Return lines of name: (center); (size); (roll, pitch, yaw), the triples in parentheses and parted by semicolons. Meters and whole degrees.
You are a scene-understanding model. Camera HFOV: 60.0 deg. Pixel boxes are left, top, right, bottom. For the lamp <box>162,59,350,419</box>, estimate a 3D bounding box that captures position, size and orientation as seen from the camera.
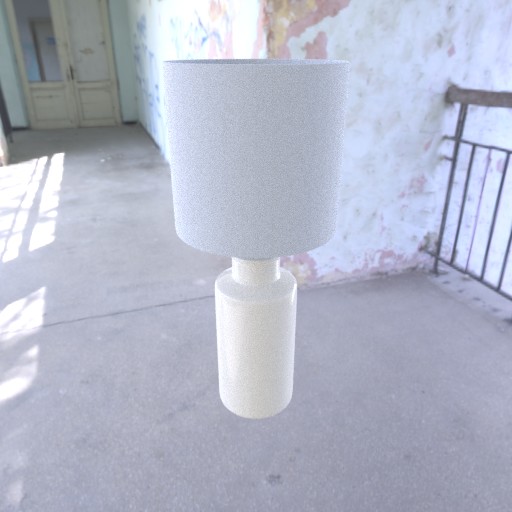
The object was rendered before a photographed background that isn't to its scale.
lamp: (0.000, 0.000, 0.612); (0.212, 0.493, 0.212); (-8, 26, -16)
